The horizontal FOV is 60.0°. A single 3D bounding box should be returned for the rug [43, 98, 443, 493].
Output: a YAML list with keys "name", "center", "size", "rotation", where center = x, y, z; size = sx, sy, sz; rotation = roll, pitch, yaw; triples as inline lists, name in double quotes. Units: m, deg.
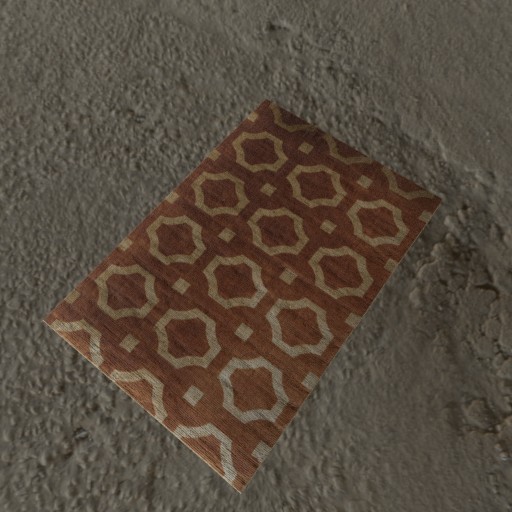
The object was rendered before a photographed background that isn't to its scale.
- name: "rug"
  center: [0.000, 0.000, 2.911]
  size: [1.555, 0.016, 2.286]
  rotation: [35, 69, 15]
